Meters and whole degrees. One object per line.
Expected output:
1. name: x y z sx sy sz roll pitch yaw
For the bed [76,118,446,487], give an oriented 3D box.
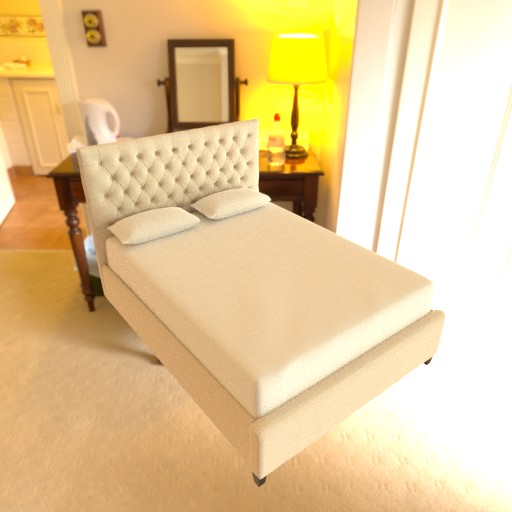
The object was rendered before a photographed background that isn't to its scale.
1. bed: 0.000 0.000 3.290 1.696 1.426 2.233 -20 35 -32
